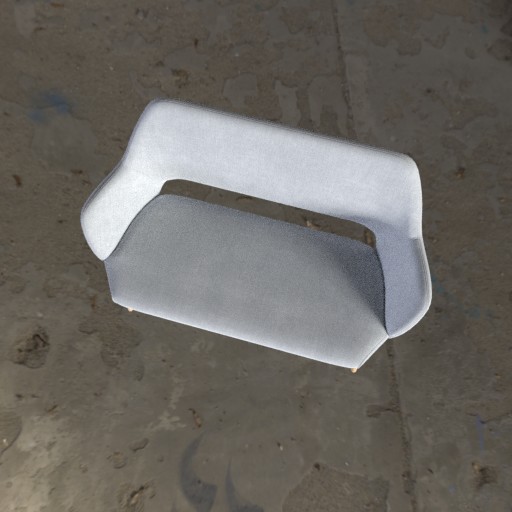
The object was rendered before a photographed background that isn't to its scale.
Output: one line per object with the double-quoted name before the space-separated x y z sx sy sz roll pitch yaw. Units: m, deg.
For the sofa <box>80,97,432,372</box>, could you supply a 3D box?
"sofa" 0.000 0.000 1.624 1.150 0.840 0.610 15 75 4
